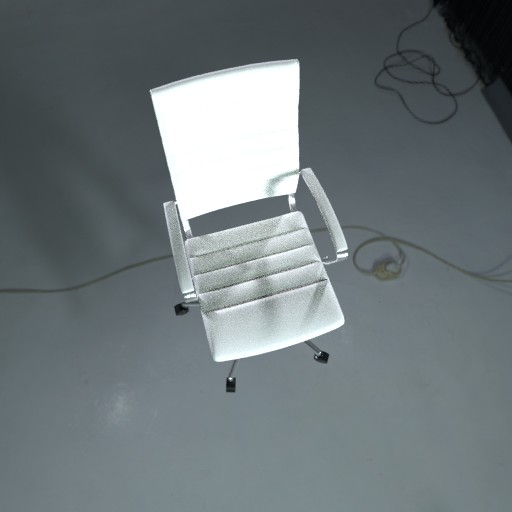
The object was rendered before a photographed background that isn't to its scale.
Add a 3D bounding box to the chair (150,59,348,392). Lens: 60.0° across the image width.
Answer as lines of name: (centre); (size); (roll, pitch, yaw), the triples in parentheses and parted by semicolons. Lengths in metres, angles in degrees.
chair: (0.000, 0.000, 1.649); (0.766, 1.149, 0.739); (-15, 66, -7)
